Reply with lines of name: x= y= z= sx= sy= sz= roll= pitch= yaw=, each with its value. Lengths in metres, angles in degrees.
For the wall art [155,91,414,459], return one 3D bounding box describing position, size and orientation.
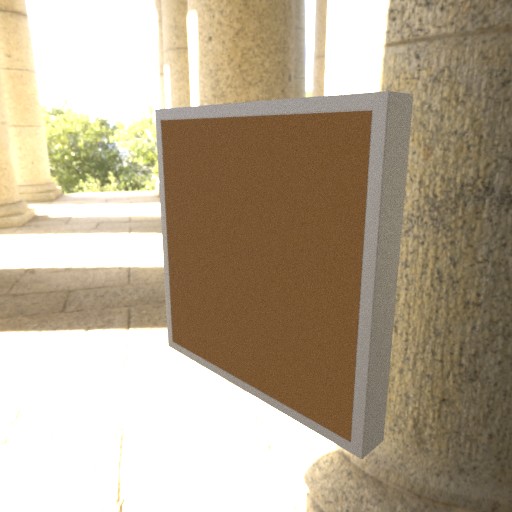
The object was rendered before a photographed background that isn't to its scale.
wall art: x=0.000 y=0.000 z=0.468 sx=0.037 sy=0.305 sz=0.305 roll=-14 pitch=21 yaw=-42
